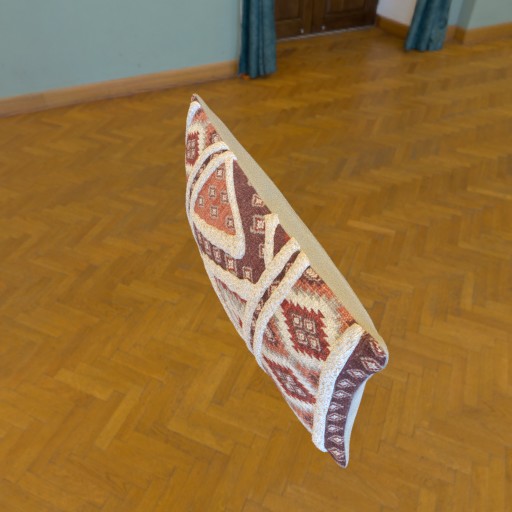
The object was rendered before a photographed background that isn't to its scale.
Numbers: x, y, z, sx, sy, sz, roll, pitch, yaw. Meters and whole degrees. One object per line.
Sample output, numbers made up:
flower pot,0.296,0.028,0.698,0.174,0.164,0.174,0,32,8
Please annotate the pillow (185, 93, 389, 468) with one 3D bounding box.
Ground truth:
pillow,0.000,0.000,0.714,0.161,0.295,0.608,-17,48,-16
